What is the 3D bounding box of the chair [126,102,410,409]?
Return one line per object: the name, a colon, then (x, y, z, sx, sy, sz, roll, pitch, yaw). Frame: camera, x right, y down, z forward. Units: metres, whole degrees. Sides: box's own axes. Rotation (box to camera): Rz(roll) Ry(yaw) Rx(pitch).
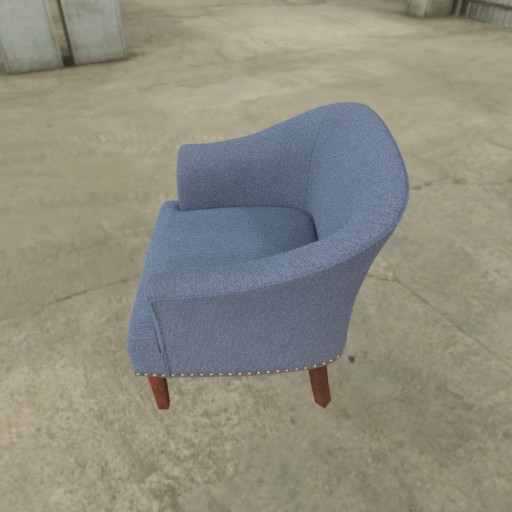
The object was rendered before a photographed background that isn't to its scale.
chair: (0.000, 0.000, 1.396, 0.704, 0.815, 0.772, -1, 39, -1)
